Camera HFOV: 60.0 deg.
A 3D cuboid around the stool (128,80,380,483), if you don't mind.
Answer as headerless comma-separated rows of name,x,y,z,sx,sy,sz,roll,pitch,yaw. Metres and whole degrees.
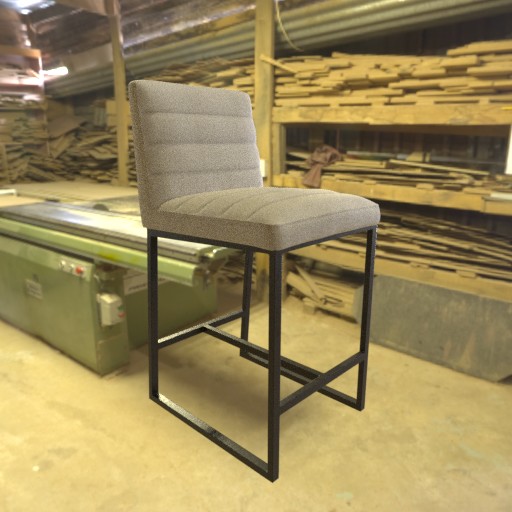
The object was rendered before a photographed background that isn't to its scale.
stool,0.000,0.000,1.287,0.567,0.971,0.459,13,19,42
